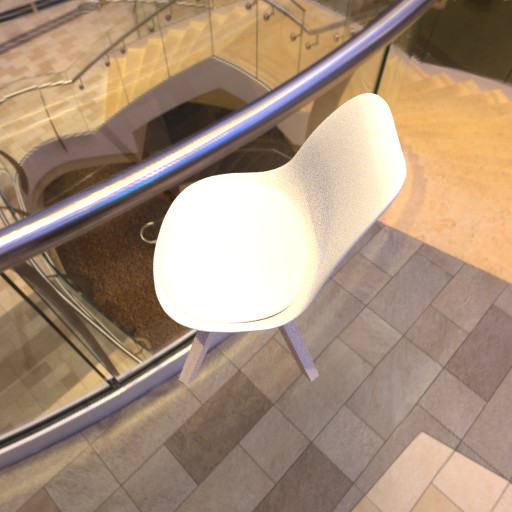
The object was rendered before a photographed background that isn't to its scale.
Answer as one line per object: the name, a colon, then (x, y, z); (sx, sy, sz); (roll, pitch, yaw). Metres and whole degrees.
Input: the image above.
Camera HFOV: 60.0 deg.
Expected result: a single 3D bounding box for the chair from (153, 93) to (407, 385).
chair: (0.000, 0.000, 1.202); (0.550, 0.850, 0.485); (-1, 58, -1)
